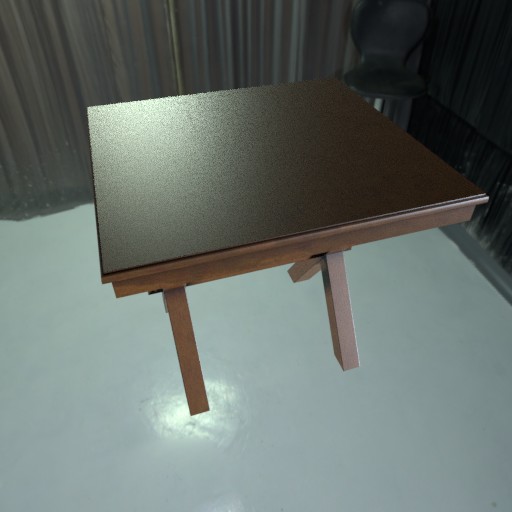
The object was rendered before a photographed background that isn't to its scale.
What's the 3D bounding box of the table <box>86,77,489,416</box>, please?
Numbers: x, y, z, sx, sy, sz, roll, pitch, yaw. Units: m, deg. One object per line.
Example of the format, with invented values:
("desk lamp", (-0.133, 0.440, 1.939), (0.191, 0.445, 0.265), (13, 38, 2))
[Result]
("table", (0.000, 0.000, 1.020), (0.602, 0.562, 0.560), (-12, 43, -14))
